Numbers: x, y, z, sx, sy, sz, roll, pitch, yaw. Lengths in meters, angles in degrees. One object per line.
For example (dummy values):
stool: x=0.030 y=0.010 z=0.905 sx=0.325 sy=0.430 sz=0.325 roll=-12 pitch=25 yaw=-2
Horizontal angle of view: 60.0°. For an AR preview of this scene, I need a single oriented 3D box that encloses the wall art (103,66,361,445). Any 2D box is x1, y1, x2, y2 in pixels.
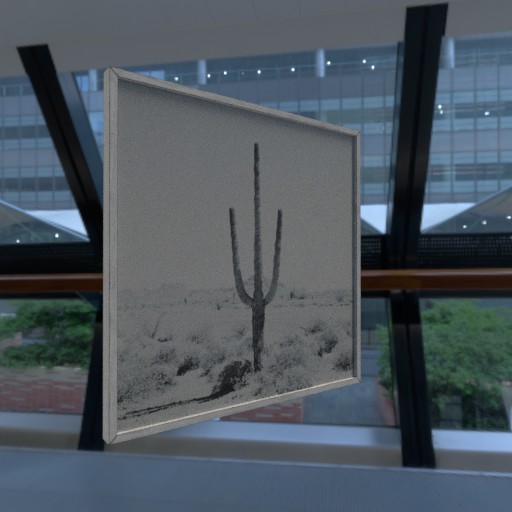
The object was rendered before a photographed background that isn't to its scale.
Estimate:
wall art: x=0.000 y=0.000 z=1.132 sx=0.762 sy=0.762 sz=0.038 roll=0 pitch=0 yaw=-37
